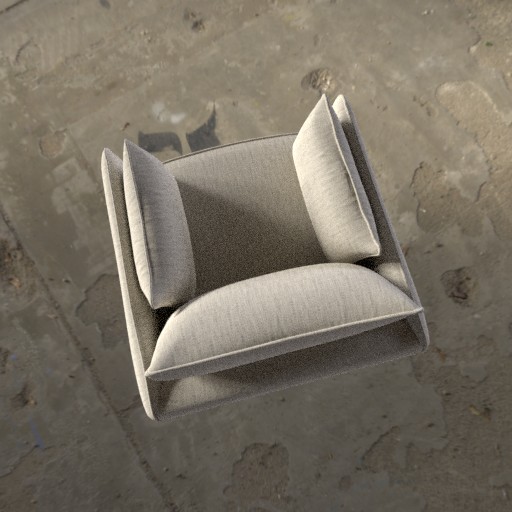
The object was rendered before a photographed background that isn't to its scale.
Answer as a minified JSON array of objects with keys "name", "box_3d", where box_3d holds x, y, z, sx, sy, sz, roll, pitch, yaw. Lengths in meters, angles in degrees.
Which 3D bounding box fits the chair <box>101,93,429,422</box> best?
[{"name":"chair","box_3d":[0.000,0.000,1.711,0.994,0.855,0.991,-14,76,-3]}]
